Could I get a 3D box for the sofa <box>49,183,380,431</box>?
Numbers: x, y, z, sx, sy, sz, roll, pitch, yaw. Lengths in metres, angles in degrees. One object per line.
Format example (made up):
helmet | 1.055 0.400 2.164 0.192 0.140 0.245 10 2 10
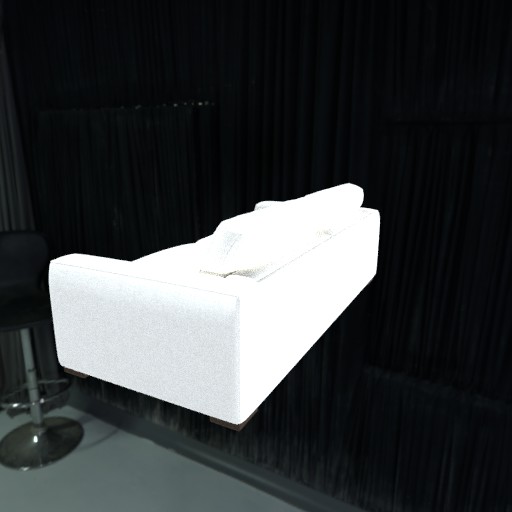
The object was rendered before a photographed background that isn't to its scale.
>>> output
sofa | 0.000 0.000 2.810 1.070 0.801 2.262 8 17 27
